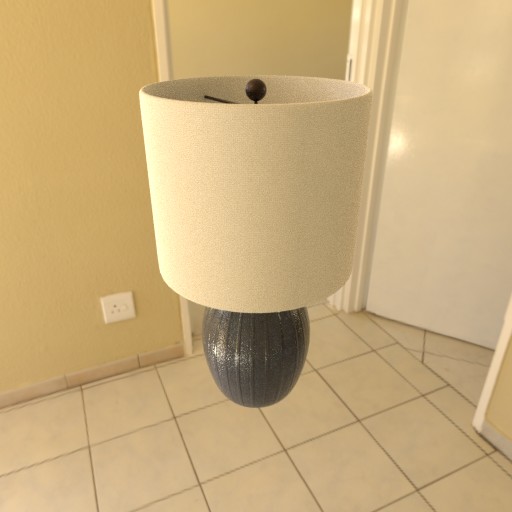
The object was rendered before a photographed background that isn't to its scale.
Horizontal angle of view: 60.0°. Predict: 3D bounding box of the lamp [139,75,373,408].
[{"bbox_3d":[0.000,0.000,0.764,0.329,0.570,0.329,-17,32,-30],"label":"lamp"}]
